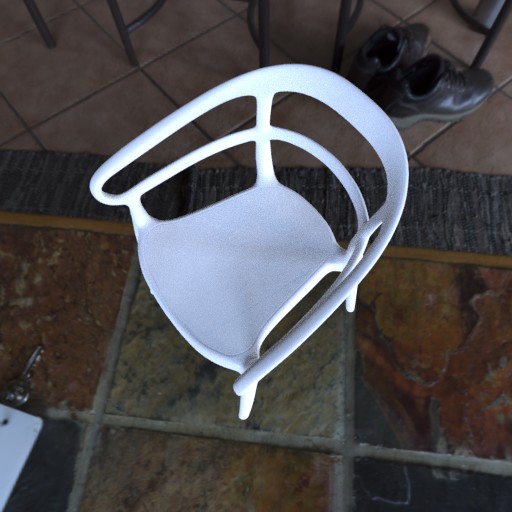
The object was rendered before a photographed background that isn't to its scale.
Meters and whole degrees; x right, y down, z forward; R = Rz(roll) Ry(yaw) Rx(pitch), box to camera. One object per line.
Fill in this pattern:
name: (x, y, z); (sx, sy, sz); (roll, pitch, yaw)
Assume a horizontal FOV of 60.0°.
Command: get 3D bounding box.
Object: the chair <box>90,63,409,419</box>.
chair: (0.000, 0.000, 1.118); (0.527, 0.761, 0.559); (-35, 69, -15)
